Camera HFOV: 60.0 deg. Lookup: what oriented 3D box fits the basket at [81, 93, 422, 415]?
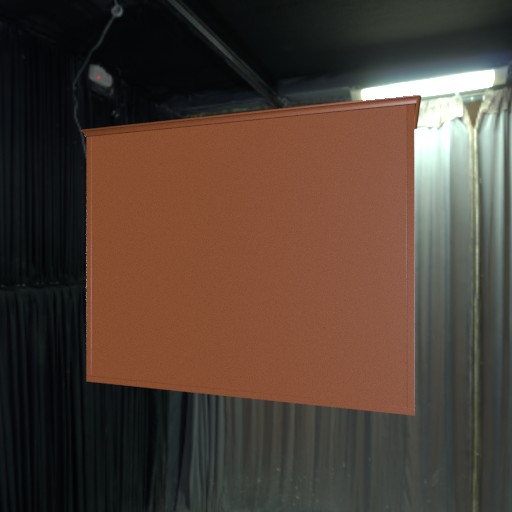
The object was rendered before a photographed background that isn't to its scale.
[{"bbox_3d":[0.000,0.000,1.154,0.792,0.625,0.376,0,0,18],"label":"basket"}]
